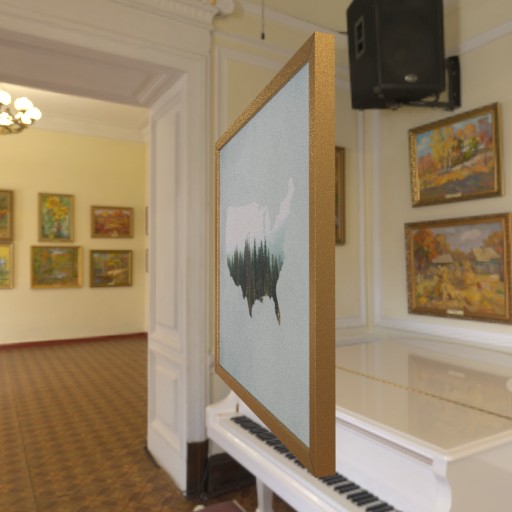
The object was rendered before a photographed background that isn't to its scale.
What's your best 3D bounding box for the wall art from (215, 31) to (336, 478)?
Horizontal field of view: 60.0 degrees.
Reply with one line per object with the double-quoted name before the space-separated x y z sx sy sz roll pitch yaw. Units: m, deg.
"wall art" 0.000 0.000 1.123 0.038 0.762 0.762 0 -1 -18
